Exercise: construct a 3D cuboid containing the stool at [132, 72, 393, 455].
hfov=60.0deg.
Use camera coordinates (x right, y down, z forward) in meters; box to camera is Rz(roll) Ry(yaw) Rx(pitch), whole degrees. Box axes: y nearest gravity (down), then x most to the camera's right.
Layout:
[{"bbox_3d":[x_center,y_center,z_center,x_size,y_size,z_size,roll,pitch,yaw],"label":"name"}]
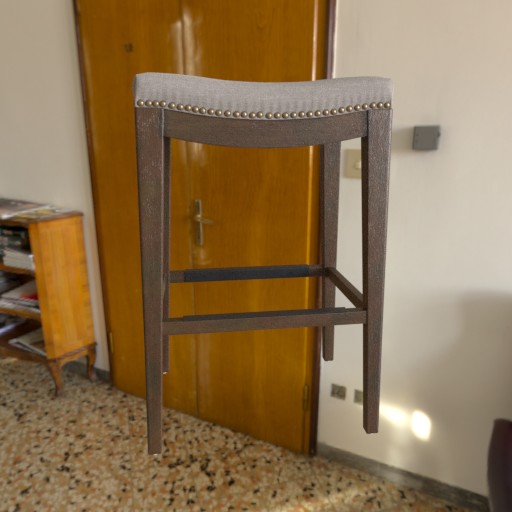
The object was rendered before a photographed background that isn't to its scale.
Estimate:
[{"bbox_3d":[0.000,0.000,1.033,0.508,0.762,0.356,-2,16,-8],"label":"stool"}]
